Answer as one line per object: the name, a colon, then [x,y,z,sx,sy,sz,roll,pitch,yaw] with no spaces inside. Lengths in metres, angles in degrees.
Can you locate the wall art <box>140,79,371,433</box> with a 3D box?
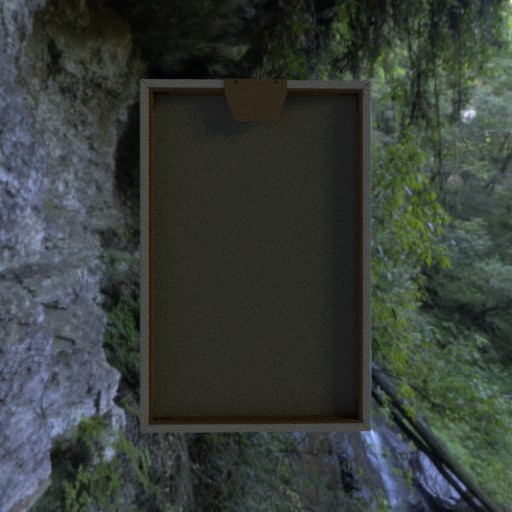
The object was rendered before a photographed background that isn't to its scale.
wall art: [0.000,0.000,1.169,0.602,0.916,0.048,0,0,-1]
